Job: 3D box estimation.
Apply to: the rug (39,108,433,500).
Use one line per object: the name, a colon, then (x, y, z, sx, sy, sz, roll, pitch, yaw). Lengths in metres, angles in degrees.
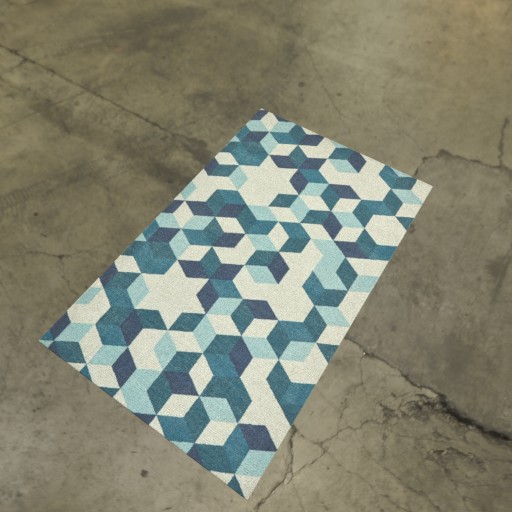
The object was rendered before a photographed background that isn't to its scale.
rug: (0.000, 0.000, 2.967, 1.518, 0.015, 2.438, 30, 63, 17)
